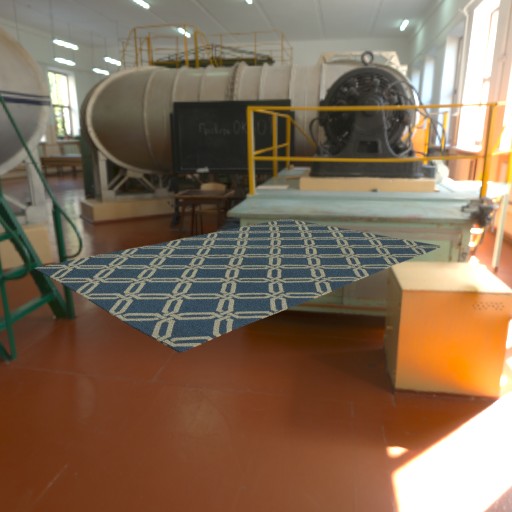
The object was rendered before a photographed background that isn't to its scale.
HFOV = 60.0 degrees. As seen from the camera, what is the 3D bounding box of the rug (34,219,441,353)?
[{"bbox_3d":[0.000,0.000,2.234,1.755,0.010,1.153,-15,21,-43],"label":"rug"}]
